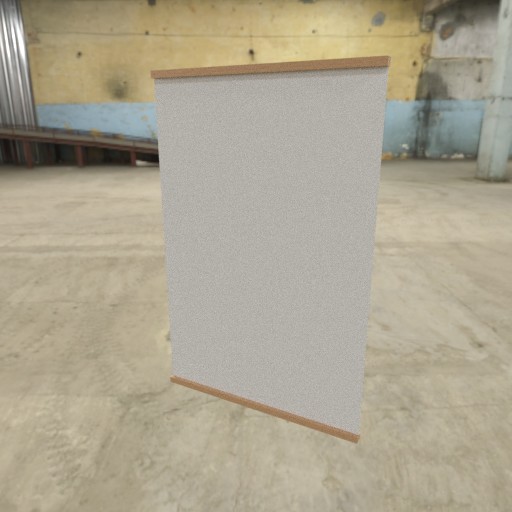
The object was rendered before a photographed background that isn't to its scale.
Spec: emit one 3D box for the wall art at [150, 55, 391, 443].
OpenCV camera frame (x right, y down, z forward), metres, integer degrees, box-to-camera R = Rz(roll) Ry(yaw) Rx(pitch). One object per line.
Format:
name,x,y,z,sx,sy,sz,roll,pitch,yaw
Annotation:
wall art,0.000,0.000,0.766,0.401,0.611,0.016,9,19,27
